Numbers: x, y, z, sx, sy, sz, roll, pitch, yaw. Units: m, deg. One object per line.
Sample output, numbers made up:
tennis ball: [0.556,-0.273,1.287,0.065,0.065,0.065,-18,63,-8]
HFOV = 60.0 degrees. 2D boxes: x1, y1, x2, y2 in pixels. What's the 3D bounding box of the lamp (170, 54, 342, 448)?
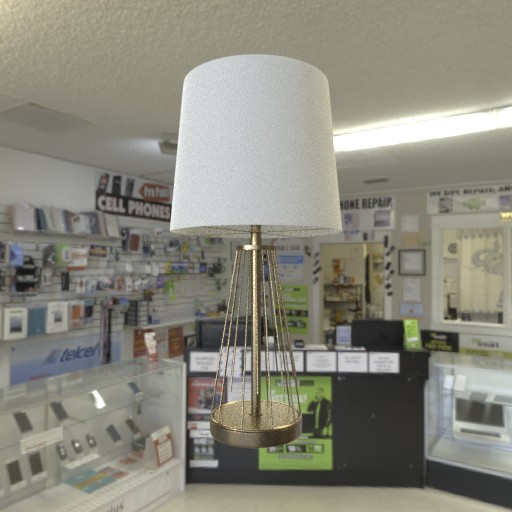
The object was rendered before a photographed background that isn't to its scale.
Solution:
lamp: [0.000,0.000,0.794,0.303,0.618,0.303,0,-2,0]
